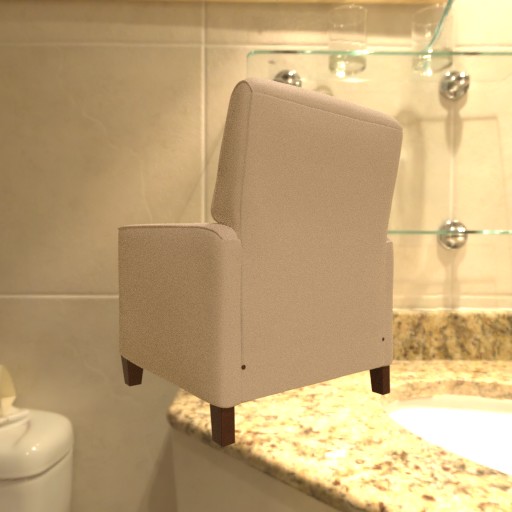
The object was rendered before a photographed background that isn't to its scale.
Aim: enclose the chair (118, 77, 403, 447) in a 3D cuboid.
[{"bbox_3d":[0.000,0.000,1.696,0.841,1.028,0.858,-1,1,-37],"label":"chair"}]
